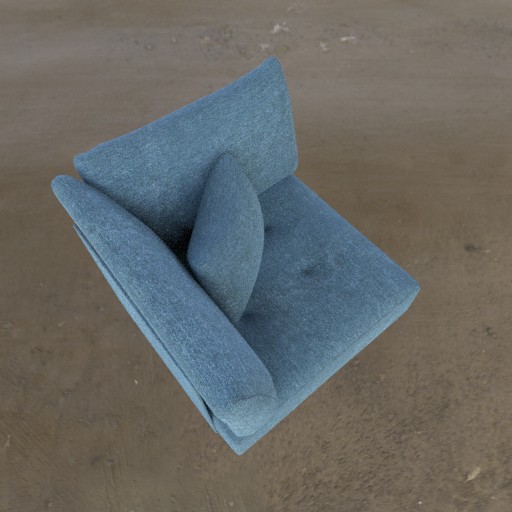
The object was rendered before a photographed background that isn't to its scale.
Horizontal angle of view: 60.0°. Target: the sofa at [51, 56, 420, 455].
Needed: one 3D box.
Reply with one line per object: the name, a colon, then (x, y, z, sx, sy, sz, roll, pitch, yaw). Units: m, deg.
sofa: (0.000, 0.000, 1.717, 1.000, 0.820, 1.000, -35, 64, -20)
